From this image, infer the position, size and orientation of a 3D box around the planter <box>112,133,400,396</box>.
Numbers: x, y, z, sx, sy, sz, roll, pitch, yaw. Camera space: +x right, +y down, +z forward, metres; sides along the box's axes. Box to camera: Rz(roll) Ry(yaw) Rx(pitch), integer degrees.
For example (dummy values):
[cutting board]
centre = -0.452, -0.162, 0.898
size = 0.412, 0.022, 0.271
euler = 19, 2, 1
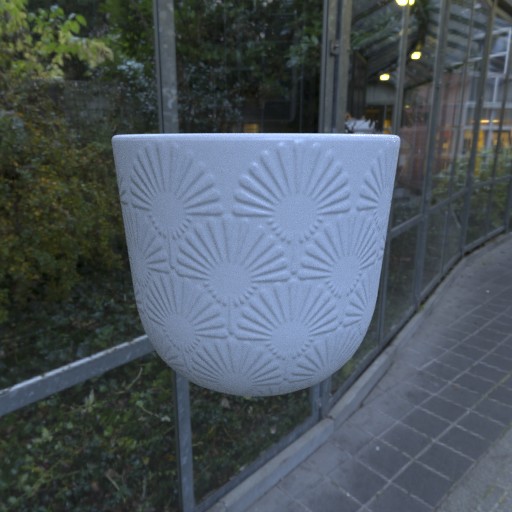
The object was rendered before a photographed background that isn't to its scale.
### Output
[planter]
centre = 0.000, 0.000, 0.291
size = 0.170, 0.152, 0.170
euler = 0, 14, 0
